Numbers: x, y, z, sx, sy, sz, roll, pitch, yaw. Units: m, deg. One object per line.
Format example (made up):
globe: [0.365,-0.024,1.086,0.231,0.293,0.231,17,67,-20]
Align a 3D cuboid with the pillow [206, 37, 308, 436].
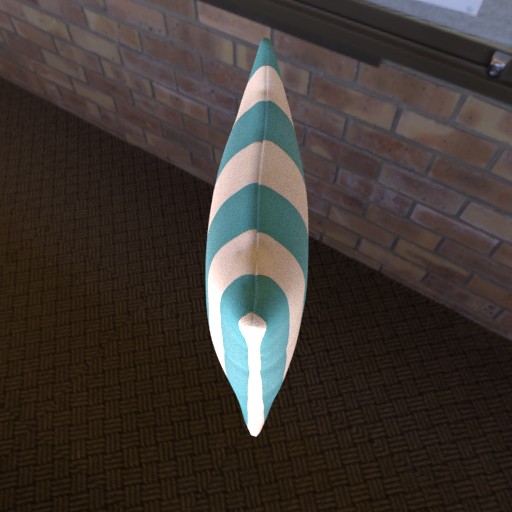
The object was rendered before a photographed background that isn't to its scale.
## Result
pillow: [0.000,0.000,0.817,0.189,0.526,0.536,1,58,1]
